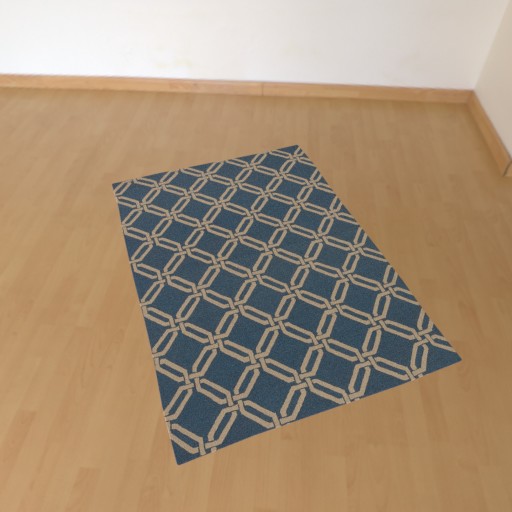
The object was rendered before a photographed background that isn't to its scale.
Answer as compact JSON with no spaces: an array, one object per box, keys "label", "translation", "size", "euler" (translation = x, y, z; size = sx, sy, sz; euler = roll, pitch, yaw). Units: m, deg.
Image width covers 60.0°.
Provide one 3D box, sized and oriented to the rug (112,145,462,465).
[{"label":"rug","translation":[0.000,0.000,2.798],"size":[1.524,0.013,2.135],"euler":[-15,49,-14]}]
